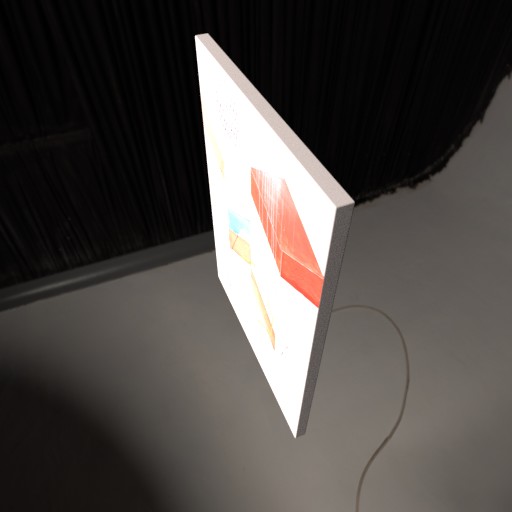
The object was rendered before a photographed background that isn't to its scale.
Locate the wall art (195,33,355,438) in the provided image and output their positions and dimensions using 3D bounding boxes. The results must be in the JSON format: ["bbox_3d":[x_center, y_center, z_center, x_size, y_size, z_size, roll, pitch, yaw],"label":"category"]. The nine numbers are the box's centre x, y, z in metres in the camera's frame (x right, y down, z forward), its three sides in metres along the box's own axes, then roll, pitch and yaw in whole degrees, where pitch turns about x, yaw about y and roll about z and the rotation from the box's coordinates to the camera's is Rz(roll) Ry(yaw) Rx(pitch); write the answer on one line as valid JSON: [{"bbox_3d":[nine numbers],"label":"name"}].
[{"bbox_3d":[0.000,0.000,1.610,0.046,1.221,0.914,-17,50,-15],"label":"wall art"}]
